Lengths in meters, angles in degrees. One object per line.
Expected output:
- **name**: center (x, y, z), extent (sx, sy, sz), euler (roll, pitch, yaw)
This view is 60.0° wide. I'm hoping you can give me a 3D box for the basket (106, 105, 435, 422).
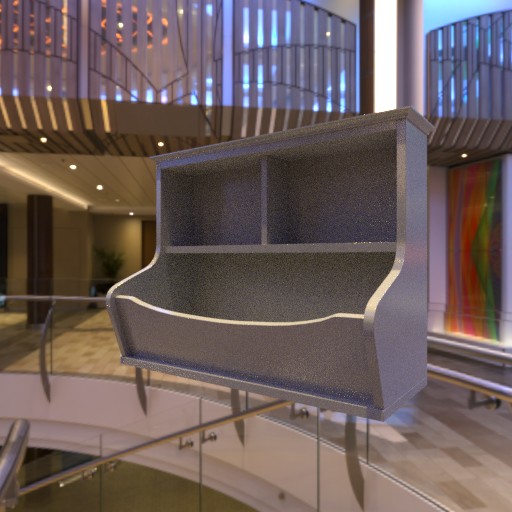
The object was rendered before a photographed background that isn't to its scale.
- **basket**: center (0.000, 0.000, 1.121), extent (0.780, 0.600, 0.350), euler (0, 0, 36)
